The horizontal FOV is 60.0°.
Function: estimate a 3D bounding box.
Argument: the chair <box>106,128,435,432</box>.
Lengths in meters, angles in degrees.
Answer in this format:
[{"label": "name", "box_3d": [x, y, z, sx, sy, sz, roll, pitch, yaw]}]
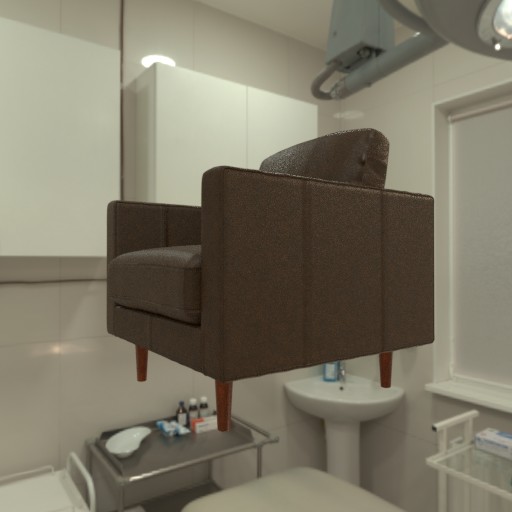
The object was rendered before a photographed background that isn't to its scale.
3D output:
[{"label": "chair", "box_3d": [0.000, 0.000, 1.648, 0.909, 0.956, 0.890, 0, 0, -36]}]
